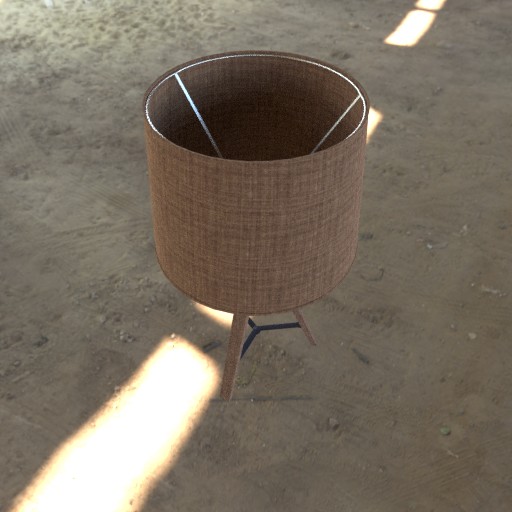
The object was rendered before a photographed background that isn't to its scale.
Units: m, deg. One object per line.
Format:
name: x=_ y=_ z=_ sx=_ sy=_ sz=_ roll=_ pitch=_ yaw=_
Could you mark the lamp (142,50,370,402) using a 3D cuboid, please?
lamp: x=0.000 y=0.000 z=0.677 sx=0.290 sy=0.514 sz=0.290 roll=0 pitch=47 yaw=0
